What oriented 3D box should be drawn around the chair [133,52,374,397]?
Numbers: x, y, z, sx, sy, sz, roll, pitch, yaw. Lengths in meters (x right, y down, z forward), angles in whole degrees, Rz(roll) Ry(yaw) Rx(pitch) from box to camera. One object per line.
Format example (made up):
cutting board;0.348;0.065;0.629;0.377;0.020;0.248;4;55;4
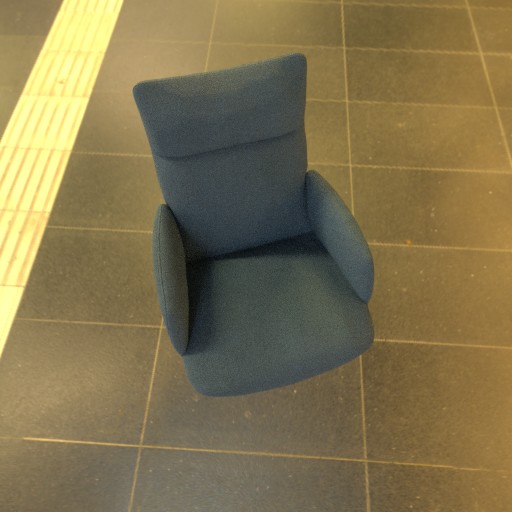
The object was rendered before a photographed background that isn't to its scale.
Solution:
chair;0.000;0.000;1.593;0.711;1.016;0.889;-14;62;-8
